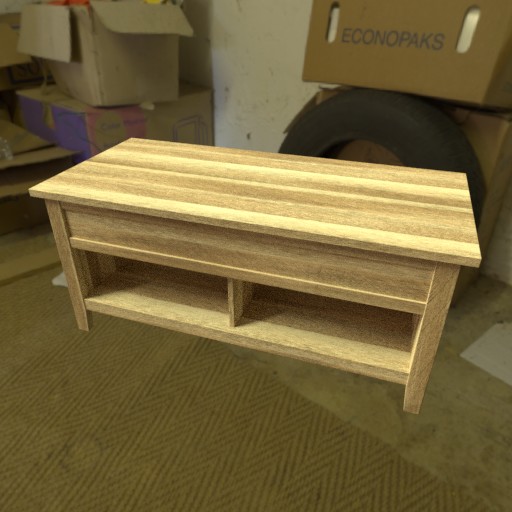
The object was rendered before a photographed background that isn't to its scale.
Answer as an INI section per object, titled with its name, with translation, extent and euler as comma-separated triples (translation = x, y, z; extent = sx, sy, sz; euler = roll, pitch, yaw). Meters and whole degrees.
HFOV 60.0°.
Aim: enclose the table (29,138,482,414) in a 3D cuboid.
[table]
translation = 0.000, 0.000, 1.336
extent = 1.095, 0.480, 0.493
euler = 10, 33, 16
